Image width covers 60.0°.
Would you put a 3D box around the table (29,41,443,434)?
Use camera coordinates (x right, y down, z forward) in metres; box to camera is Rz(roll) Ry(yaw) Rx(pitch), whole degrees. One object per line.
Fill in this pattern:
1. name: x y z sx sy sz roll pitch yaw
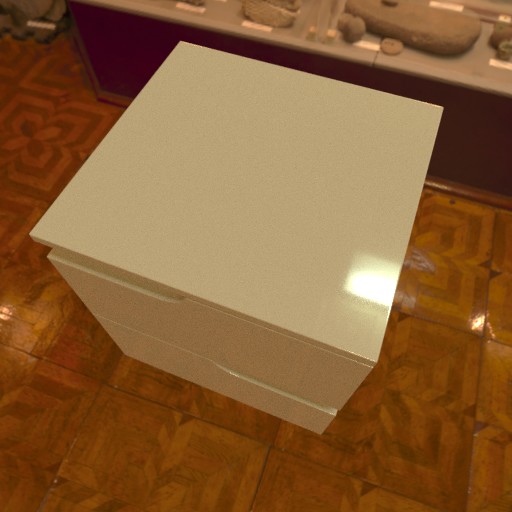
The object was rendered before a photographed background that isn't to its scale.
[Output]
1. table: 0.000 0.000 0.781 0.420 0.470 0.400 19 61 11
